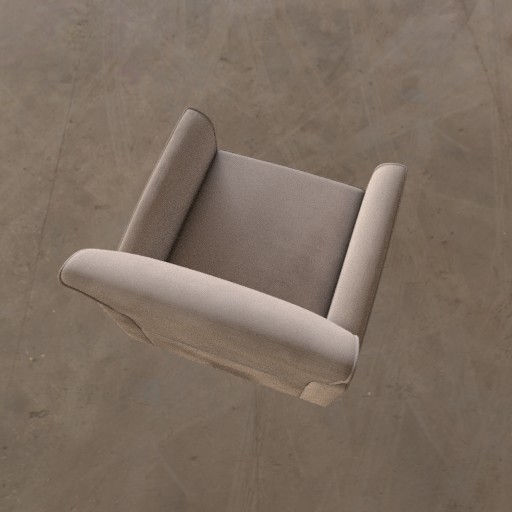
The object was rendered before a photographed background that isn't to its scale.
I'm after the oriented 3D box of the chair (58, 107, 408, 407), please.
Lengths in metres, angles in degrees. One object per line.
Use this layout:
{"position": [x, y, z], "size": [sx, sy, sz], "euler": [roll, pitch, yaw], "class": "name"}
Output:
{"position": [0.000, 0.000, 1.554], "size": [0.820, 0.915, 0.821], "euler": [17, 66, 8], "class": "chair"}
